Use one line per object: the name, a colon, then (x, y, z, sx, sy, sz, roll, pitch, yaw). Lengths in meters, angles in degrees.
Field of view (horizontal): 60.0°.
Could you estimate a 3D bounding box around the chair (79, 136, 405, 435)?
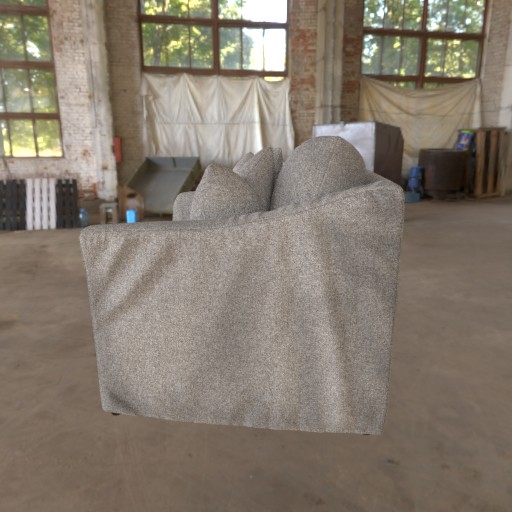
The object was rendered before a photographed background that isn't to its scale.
chair: (0.000, 0.000, 2.025, 1.071, 1.059, 1.194, 2, 14, 7)
